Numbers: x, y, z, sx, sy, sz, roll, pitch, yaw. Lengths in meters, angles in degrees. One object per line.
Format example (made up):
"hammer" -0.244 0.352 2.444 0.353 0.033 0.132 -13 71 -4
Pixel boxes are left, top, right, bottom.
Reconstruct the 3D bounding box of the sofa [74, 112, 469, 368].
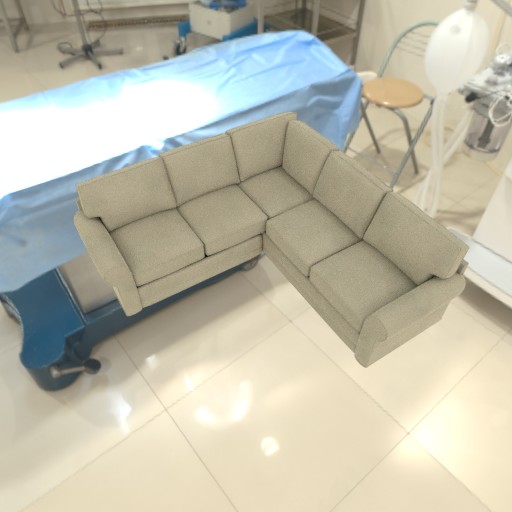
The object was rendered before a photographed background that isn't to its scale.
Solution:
"sofa" 0.000 0.000 3.918 2.487 1.053 2.562 -25 51 -22
